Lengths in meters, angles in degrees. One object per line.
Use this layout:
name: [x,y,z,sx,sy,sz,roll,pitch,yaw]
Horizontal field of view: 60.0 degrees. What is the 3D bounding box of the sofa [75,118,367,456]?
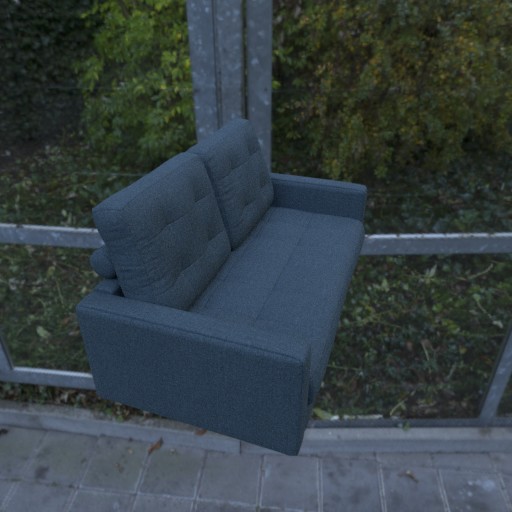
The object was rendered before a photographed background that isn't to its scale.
sofa: [0.000,0.000,1.967,0.842,0.907,1.407,10,32,17]
